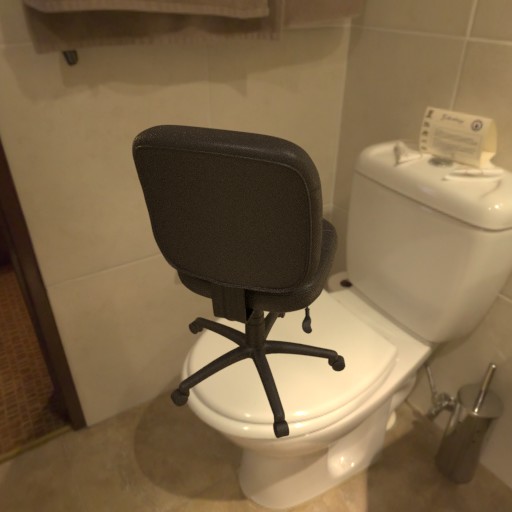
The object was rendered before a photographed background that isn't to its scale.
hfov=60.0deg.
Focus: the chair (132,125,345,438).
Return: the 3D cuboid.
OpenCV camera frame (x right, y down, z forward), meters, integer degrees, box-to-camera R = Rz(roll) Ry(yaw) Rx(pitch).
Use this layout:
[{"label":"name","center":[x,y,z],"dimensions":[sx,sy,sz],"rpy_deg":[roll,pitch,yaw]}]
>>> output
[{"label":"chair","center":[0.000,0.000,1.431],"dimensions":[0.647,0.959,0.646],"rpy_deg":[11,33,17]}]
